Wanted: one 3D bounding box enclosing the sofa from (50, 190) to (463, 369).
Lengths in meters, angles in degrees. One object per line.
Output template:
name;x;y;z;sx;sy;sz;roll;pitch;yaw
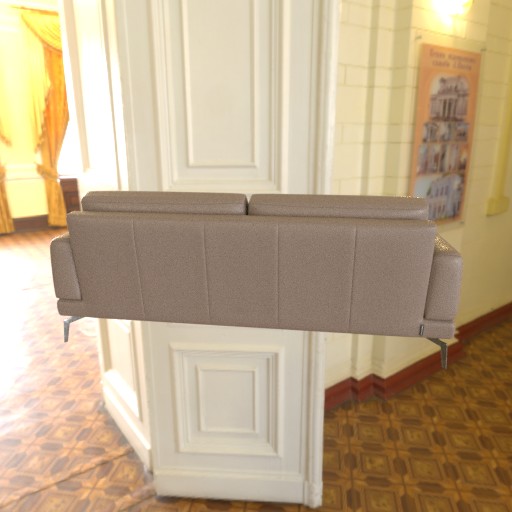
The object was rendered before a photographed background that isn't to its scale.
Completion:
sofa;0.000;0.000;2.447;1.940;0.765;0.974;2;16;8
